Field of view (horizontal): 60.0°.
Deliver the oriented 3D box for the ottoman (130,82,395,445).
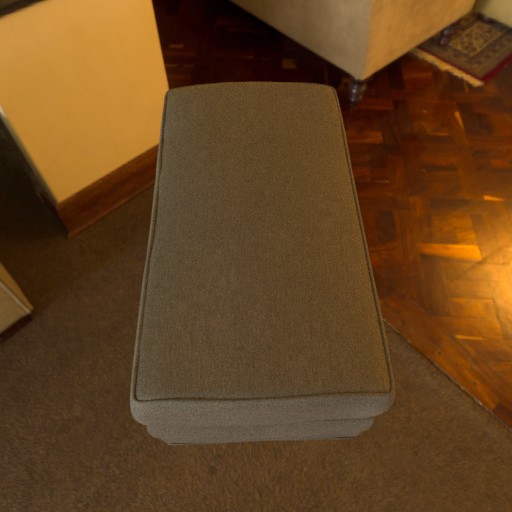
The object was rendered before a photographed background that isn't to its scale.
[{"bbox_3d":[0.000,0.000,1.134,0.490,0.448,0.864,-2,58,-1],"label":"ottoman"}]
